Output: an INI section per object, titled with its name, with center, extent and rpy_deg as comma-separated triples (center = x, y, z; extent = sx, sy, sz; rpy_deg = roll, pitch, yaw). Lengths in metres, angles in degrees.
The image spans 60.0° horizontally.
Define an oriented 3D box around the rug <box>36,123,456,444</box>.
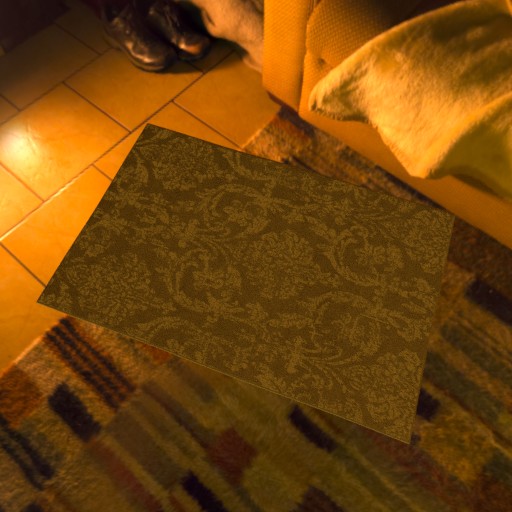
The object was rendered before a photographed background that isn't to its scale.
[rug]
center = 0.000, 0.000, 2.253
extent = 1.824, 0.012, 1.206
rpy_deg = 18, 65, 9
